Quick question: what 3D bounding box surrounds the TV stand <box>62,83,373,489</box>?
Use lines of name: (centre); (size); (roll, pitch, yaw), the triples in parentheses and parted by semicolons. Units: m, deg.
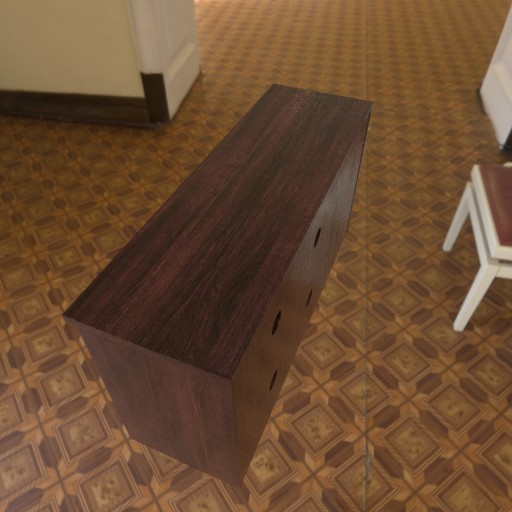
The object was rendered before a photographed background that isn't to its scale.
TV stand: (0.000, 0.000, 1.464); (0.404, 0.614, 1.192); (17, 47, 16)
